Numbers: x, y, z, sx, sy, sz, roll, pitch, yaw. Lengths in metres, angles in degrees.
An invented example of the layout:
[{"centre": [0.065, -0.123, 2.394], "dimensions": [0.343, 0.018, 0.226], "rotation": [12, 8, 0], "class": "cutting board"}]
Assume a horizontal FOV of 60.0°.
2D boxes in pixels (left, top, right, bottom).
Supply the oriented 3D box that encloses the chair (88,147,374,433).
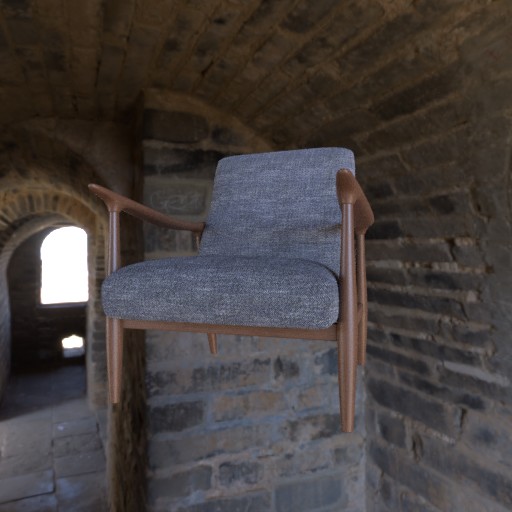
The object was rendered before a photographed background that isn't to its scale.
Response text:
[{"centre": [0.000, 0.000, 1.441], "dimensions": [0.741, 0.832, 0.798], "rotation": [0, 0, 18], "class": "chair"}]
